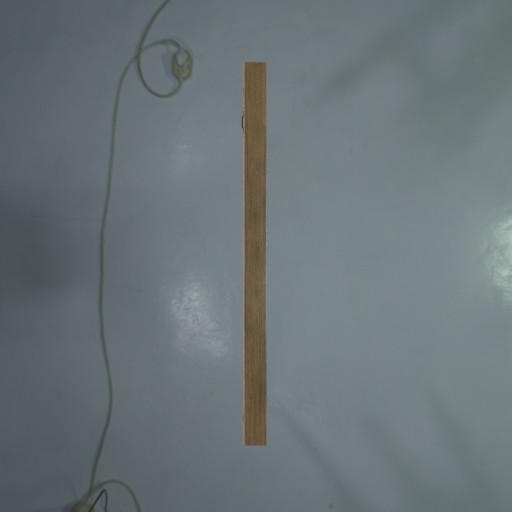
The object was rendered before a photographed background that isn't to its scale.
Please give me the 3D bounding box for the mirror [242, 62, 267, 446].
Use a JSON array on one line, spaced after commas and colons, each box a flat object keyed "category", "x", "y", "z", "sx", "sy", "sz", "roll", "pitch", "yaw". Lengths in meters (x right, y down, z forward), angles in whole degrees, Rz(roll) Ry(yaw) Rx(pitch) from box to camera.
[{"category": "mirror", "x": 0.000, "y": 0.000, "z": 1.161, "sx": 0.041, "sy": 0.915, "sz": 0.609, "roll": 0, "pitch": 89, "yaw": 0}]
